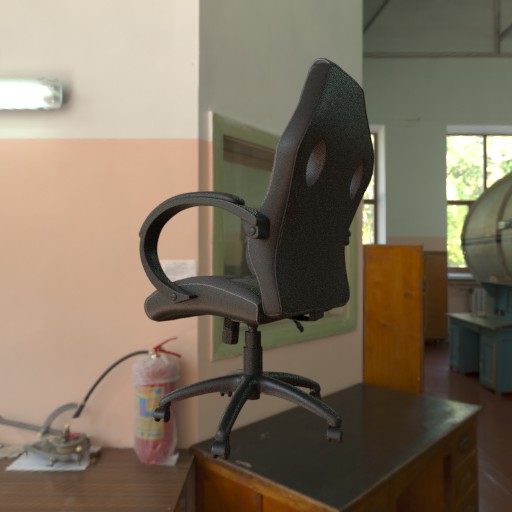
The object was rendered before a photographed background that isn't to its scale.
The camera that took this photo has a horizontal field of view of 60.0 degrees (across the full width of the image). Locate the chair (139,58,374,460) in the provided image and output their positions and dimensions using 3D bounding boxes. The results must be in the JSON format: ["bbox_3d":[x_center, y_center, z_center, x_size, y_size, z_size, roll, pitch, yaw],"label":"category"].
[{"bbox_3d":[0.000,0.000,1.599,0.724,1.187,0.673,-1,-1,35],"label":"chair"}]
